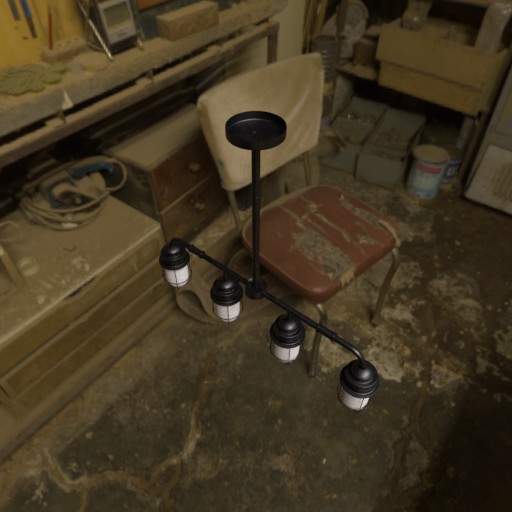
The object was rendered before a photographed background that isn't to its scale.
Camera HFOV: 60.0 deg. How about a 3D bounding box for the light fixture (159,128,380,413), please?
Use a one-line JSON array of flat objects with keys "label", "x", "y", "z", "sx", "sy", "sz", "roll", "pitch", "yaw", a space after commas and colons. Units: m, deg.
[{"label": "light fixture", "x": 0.000, "y": 0.000, "z": 1.219, "sx": 0.852, "sy": 0.785, "sz": 0.131, "roll": 30, "pitch": 52, "yaw": 27}]
